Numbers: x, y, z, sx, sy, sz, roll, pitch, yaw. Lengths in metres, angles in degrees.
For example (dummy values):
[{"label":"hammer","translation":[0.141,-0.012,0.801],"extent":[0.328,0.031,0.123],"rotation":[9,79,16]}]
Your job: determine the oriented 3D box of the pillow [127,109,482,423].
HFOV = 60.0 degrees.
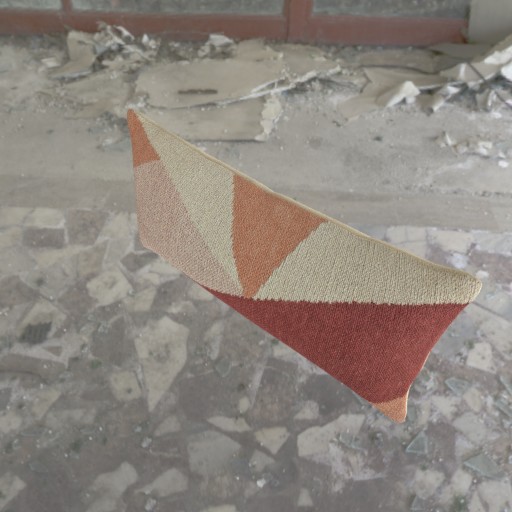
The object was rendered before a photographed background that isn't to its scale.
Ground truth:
[{"label":"pillow","translation":[0.000,0.000,0.708],"extent":[0.609,0.292,0.155],"rotation":[31,54,26]}]
